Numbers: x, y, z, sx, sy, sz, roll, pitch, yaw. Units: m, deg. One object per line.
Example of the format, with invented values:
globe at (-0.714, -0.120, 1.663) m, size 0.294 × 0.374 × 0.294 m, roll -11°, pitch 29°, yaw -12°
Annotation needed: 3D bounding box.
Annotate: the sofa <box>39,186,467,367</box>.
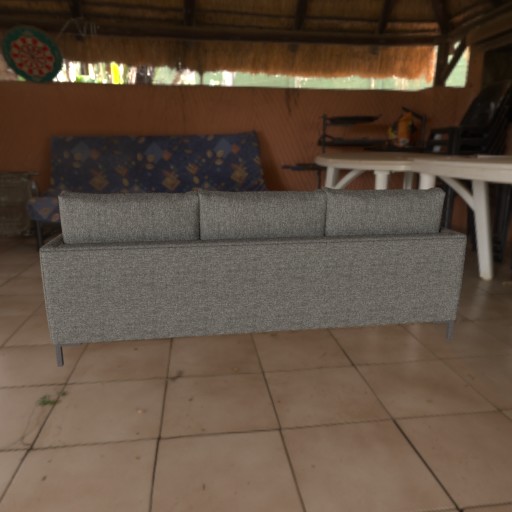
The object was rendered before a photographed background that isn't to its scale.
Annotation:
sofa at (0.000, 0.000, 2.724) m, size 2.253 × 0.879 × 0.876 m, roll -2°, pitch 14°, yaw -8°
